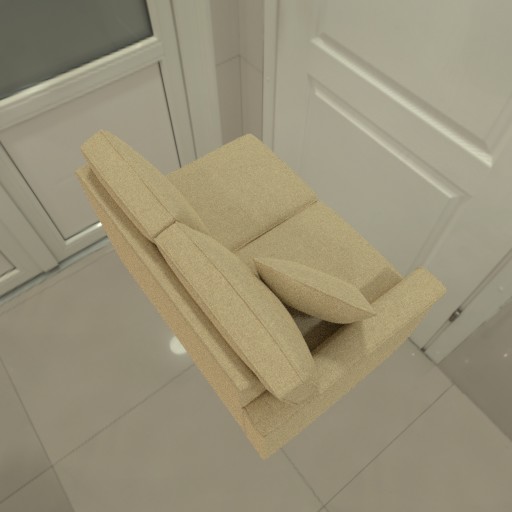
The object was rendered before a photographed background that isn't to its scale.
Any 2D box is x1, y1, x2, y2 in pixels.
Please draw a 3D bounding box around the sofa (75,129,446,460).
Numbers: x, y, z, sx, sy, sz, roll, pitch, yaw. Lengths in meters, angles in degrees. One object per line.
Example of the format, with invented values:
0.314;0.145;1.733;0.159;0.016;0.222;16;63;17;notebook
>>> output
0.000;0.000;2.097;0.991;0.989;1.388;-33;64;-19;sofa
